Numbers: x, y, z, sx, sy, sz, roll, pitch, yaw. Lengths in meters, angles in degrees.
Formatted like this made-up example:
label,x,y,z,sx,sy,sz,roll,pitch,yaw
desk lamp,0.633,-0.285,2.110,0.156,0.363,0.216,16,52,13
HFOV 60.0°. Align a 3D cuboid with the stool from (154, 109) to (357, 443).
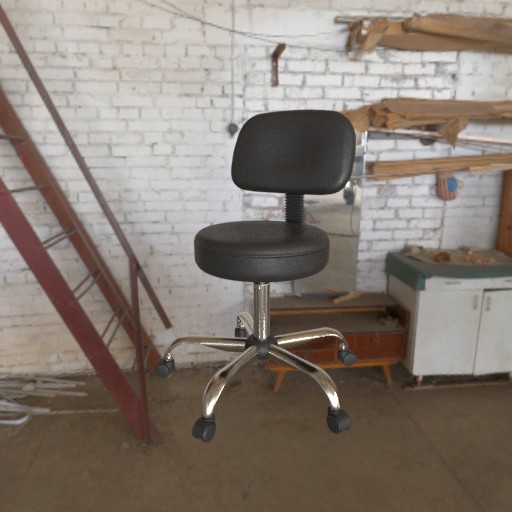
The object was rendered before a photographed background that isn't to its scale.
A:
label,x,y,z,sx,sy,sz,roll,pitch,yaw
stool,0.000,0.000,1.318,0.673,0.862,0.648,7,16,27
